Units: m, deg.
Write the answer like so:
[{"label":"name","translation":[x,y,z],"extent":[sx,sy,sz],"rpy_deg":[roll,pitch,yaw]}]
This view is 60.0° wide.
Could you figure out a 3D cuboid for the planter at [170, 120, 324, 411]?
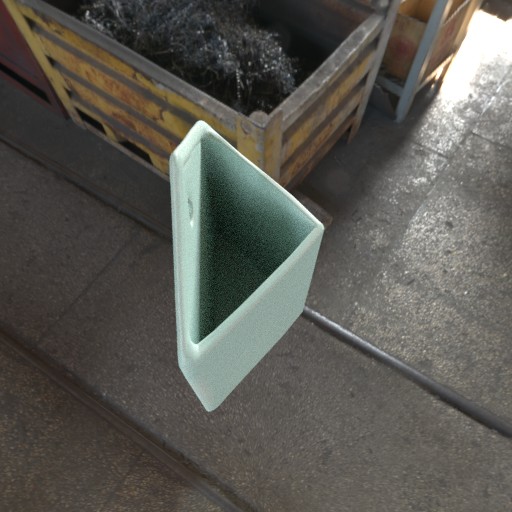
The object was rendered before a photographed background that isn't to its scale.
[{"label":"planter","translation":[0.000,0.000,0.287],"extent":[0.079,0.197,0.164],"rpy_deg":[0,62,0]}]
